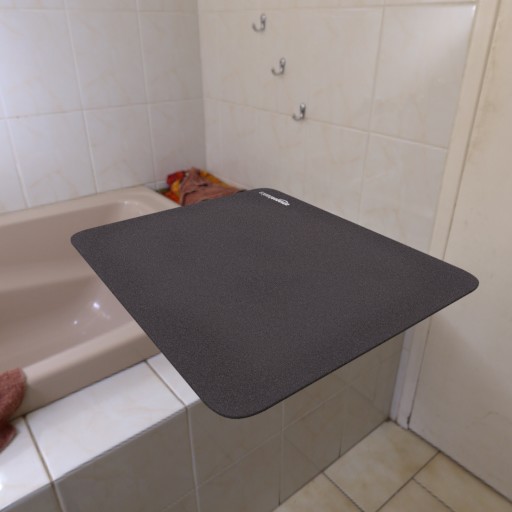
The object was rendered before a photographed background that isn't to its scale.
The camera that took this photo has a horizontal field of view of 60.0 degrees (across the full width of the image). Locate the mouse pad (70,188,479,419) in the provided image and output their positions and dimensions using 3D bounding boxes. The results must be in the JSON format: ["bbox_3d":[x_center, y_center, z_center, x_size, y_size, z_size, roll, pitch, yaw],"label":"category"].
[{"bbox_3d":[0.000,0.000,0.424,0.269,0.002,0.315,-19,33,-32],"label":"mouse pad"}]
